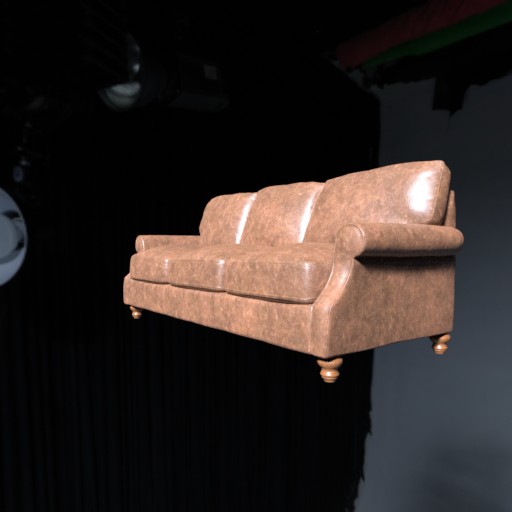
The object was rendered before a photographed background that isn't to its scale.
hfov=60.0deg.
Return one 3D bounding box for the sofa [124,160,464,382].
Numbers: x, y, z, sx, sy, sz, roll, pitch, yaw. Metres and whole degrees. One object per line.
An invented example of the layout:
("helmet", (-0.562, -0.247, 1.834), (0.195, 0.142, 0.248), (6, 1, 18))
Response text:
("sofa", (0.000, 0.000, 2.847), (0.973, 0.977, 2.351), (-1, 1, -37))
